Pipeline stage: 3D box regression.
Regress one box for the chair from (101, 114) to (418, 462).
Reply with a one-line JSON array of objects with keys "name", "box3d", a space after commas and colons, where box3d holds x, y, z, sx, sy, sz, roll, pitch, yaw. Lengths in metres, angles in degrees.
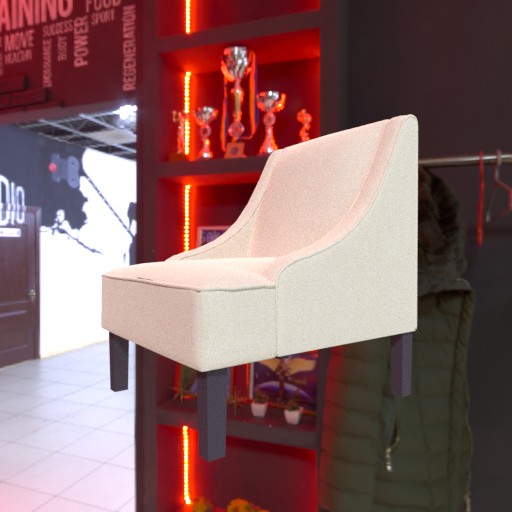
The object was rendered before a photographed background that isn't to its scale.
[{"name": "chair", "box3d": [0.000, 0.000, 1.436, 0.806, 0.886, 0.689, -1, 1, -37]}]
